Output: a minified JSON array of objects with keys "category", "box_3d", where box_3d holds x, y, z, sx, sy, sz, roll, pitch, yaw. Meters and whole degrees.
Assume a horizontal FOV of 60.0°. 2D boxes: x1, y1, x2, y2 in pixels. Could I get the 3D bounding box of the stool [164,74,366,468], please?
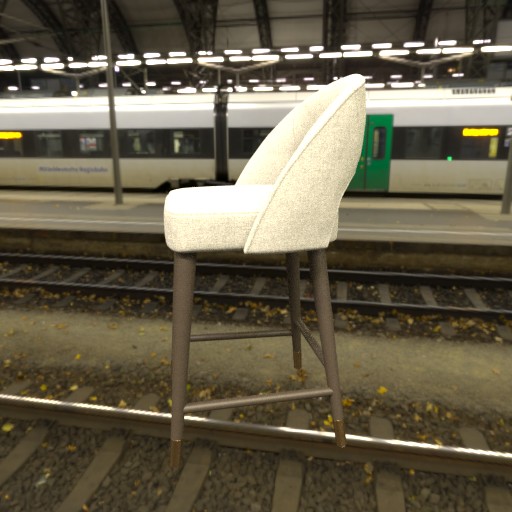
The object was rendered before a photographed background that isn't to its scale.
[{"category":"stool","box_3d":[0.000,0.000,1.226,0.509,0.940,0.494,-3,14,-10]}]
